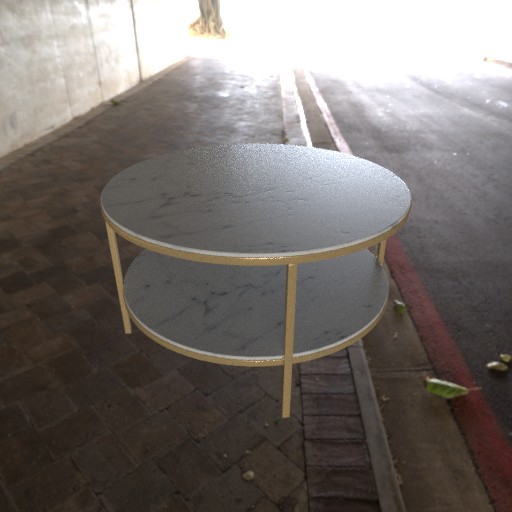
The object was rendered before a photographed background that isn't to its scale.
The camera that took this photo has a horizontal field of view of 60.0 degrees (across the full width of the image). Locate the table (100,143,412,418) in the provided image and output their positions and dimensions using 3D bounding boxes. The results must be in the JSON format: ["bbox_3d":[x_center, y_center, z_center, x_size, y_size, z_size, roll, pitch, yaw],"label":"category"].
[{"bbox_3d":[0.000,0.000,1.295,0.800,0.450,0.800,0,29,0],"label":"table"}]
